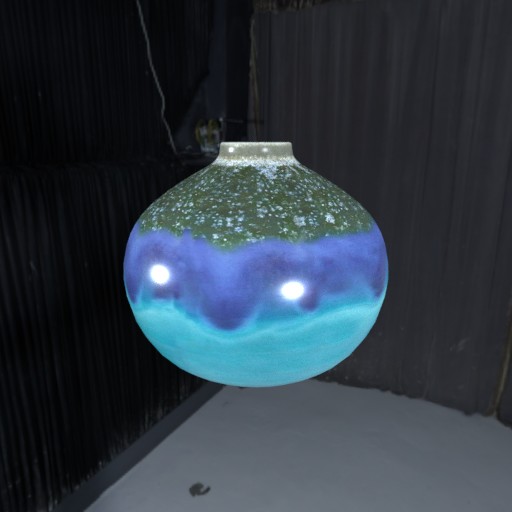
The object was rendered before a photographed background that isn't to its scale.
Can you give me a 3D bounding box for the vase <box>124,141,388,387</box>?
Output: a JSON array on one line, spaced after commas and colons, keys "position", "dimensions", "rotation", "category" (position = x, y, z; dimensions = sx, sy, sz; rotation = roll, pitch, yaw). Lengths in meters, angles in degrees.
[{"position": [0.000, 0.000, 0.267], "dimensions": [0.154, 0.133, 0.154], "rotation": [0, 15, 0], "category": "vase"}]
